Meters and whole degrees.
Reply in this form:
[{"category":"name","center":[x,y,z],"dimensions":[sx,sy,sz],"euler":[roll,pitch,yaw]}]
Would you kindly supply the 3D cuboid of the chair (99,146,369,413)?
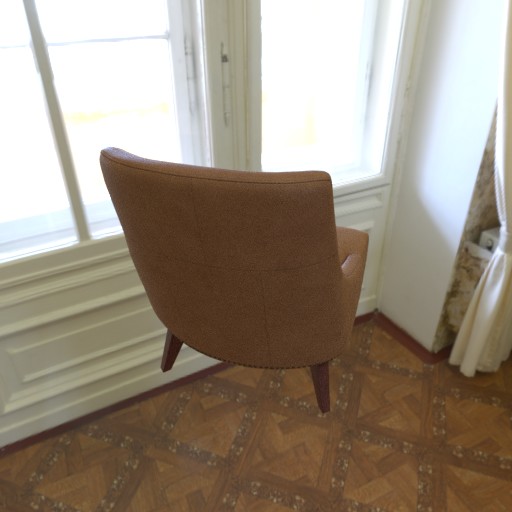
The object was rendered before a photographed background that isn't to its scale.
[{"category":"chair","center":[0.000,0.000,1.476],"dimensions":[0.701,0.909,0.861],"euler":[10,33,15]}]
